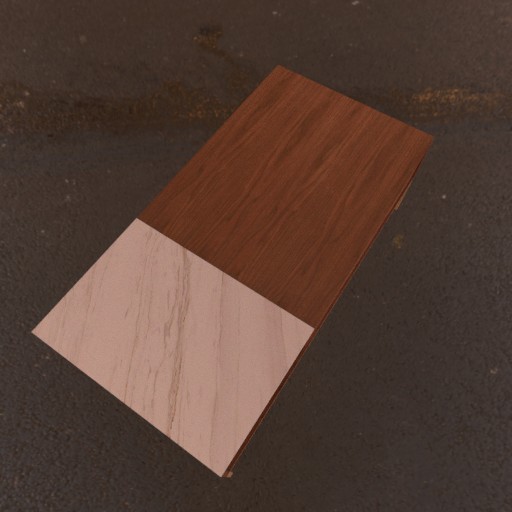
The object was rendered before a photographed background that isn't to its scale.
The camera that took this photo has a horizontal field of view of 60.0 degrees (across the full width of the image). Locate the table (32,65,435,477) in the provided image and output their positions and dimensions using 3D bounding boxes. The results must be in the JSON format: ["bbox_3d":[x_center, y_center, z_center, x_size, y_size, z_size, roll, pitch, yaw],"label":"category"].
[{"bbox_3d":[0.000,0.000,1.937,0.789,0.551,1.553,31,67,14],"label":"table"}]
